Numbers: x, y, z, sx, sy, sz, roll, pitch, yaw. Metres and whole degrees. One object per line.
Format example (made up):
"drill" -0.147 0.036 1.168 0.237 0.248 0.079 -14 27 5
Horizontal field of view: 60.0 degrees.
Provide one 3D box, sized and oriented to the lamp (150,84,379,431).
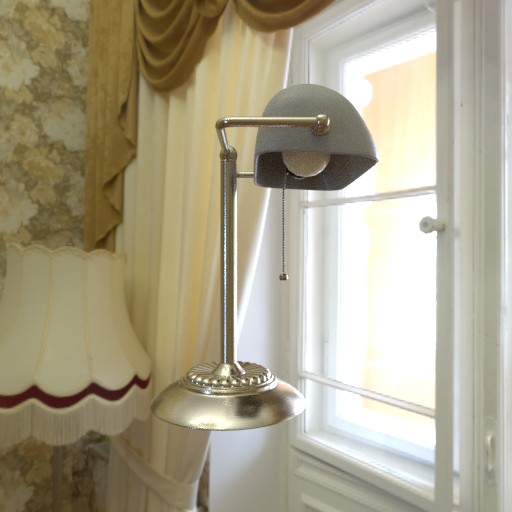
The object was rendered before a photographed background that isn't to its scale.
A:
"lamp" 0.000 0.000 0.518 0.243 0.339 0.264 0 0 -1
